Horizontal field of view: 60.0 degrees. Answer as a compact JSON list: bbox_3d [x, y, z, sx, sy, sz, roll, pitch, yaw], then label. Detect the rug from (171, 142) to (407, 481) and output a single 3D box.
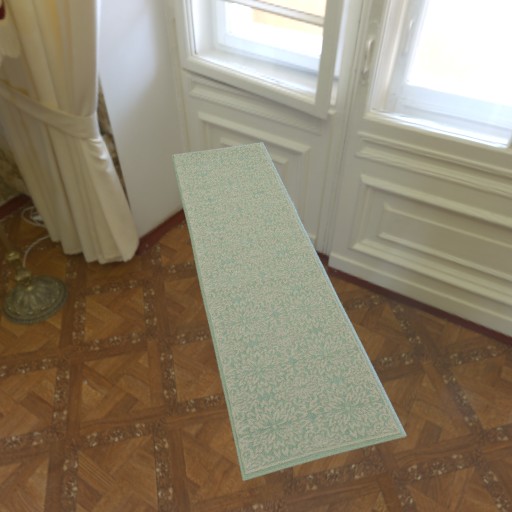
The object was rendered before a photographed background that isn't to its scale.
[{"bbox_3d":[0.000,0.000,2.419,0.662,0.011,2.196,-10,47,-10],"label":"rug"}]
